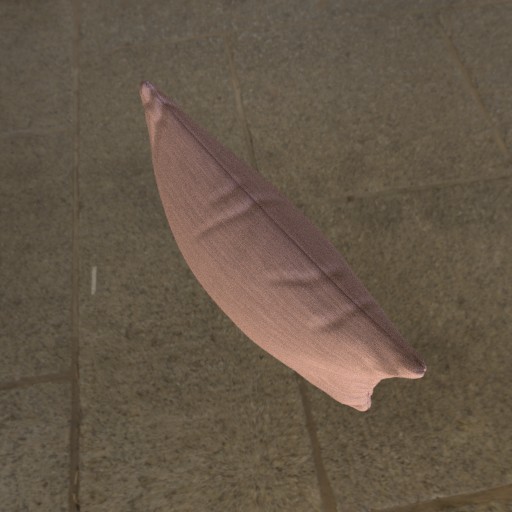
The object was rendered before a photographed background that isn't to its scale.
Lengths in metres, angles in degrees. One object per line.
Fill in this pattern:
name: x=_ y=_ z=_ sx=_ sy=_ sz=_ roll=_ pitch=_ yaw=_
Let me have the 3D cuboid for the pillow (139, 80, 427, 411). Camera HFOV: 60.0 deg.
pillow: x=0.000 y=0.000 z=0.785 sx=0.210 sy=0.338 sz=0.633 roll=-36 pitch=69 yaw=-16
